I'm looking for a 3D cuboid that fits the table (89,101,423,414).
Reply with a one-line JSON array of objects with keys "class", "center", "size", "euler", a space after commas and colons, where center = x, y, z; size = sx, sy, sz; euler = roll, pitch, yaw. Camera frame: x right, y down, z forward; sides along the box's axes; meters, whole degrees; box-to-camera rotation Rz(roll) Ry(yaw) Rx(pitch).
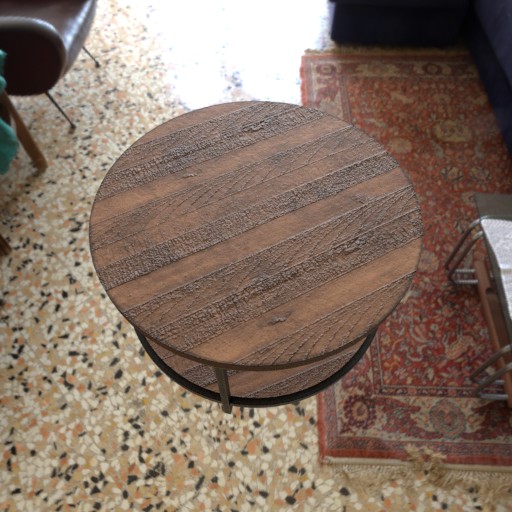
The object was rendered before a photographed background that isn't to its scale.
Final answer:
[{"class": "table", "center": [0.000, 0.000, 1.324], "size": [0.837, 0.462, 0.837], "euler": [0, 57, 0]}]
